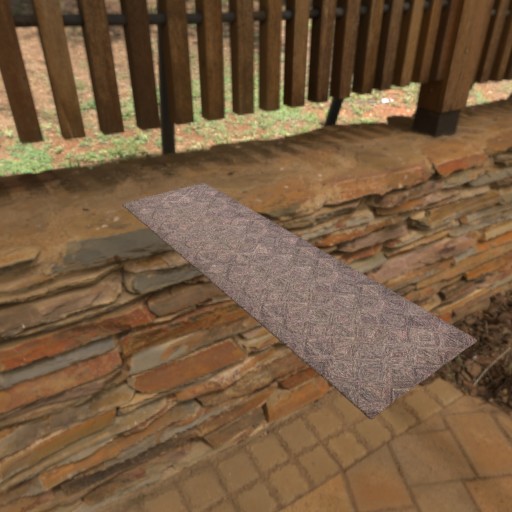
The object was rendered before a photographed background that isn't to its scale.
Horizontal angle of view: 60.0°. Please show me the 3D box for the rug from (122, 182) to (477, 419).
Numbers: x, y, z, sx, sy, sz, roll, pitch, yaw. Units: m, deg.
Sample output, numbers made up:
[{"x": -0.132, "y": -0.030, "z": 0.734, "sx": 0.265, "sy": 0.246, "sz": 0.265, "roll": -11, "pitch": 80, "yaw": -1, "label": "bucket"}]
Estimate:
[{"x": 0.000, "y": 0.000, "z": 2.531, "sx": 0.691, "sy": 0.011, "sz": 2.296, "roll": -21, "pitch": 37, "yaw": -31, "label": "rug"}]
